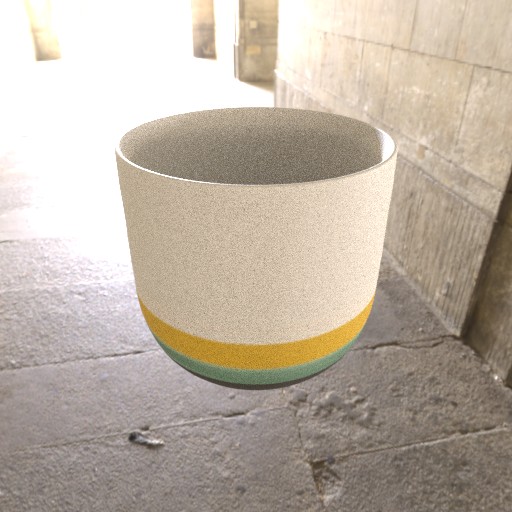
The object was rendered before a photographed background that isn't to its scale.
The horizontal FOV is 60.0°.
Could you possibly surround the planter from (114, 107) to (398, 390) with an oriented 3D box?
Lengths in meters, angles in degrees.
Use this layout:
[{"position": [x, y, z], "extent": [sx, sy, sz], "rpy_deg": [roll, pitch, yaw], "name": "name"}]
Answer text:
[{"position": [0.000, 0.000, 0.498], "extent": [0.268, 0.270, 0.268], "rpy_deg": [0, 30, 0], "name": "planter"}]
